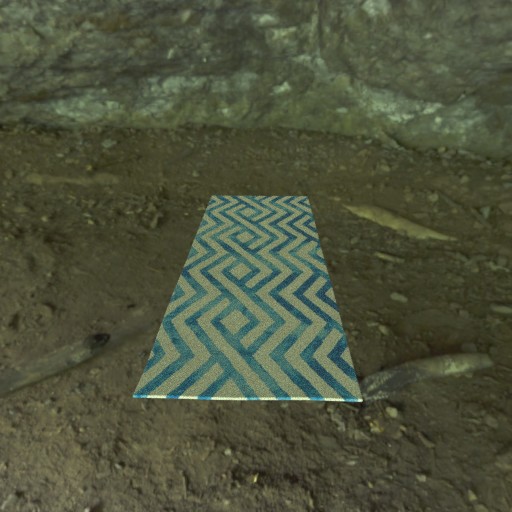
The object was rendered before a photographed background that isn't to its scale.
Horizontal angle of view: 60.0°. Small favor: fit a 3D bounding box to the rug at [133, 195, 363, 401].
[{"bbox_3d":[0.000,0.000,1.643,0.503,0.007,1.492,1,25,1],"label":"rug"}]
